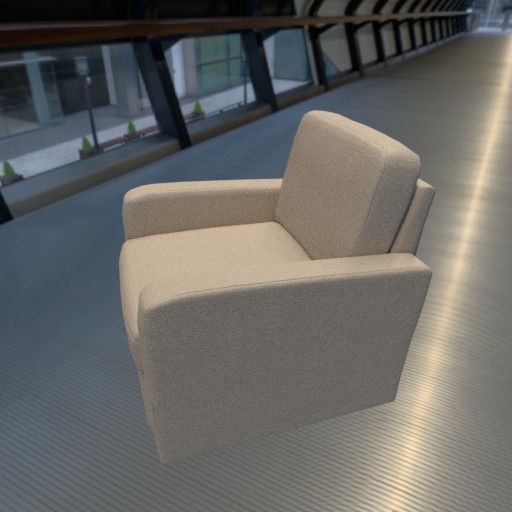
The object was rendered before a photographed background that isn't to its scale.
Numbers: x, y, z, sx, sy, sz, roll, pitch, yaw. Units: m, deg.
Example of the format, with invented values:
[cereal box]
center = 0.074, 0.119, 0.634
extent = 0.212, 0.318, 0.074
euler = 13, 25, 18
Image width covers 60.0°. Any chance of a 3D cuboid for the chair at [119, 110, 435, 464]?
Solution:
[chair]
center = 0.000, 0.000, 1.477
extent = 0.888, 0.827, 0.755
euler = -9, 31, -15
